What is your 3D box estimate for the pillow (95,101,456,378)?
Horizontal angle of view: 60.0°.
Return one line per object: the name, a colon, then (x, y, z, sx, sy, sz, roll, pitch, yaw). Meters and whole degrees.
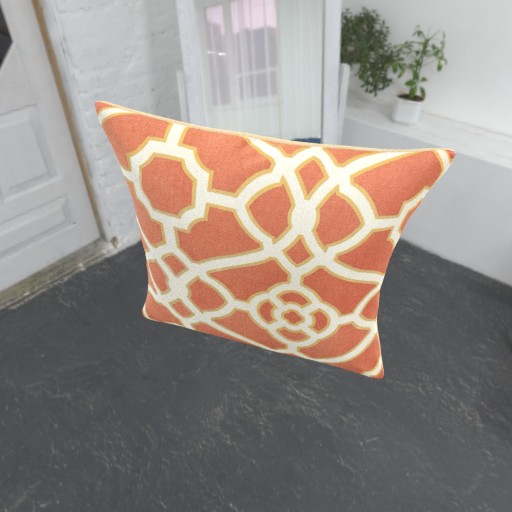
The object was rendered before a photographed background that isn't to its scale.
pillow: (0.000, 0.000, 0.811, 0.552, 0.508, 0.166, 12, 42, 14)
